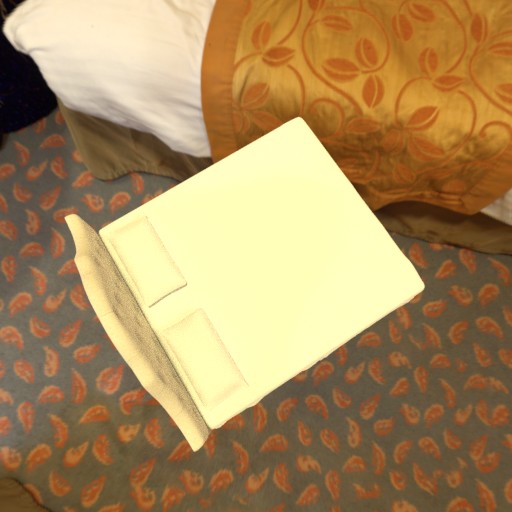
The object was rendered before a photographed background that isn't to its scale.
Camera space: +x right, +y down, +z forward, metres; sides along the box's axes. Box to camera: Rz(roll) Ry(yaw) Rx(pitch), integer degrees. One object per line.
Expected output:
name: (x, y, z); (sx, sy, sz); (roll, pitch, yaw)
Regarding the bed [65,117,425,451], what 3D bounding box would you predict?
bed: (0.000, 0.000, 3.555); (2.214, 1.615, 2.008); (-31, 78, -8)
